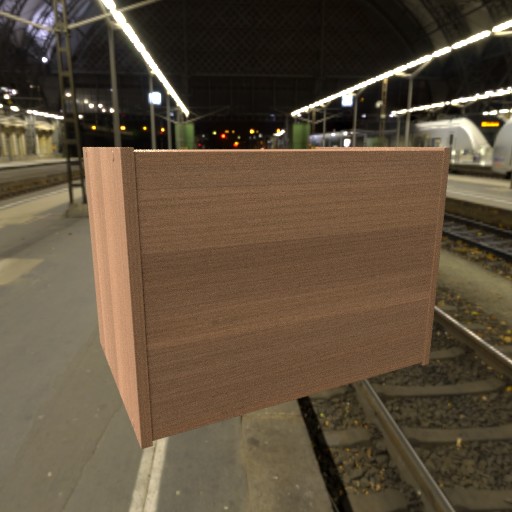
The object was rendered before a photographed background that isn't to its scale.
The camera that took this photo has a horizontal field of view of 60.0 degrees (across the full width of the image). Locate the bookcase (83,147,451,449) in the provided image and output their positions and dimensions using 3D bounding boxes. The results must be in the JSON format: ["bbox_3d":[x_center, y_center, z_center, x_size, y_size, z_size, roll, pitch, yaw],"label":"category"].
[{"bbox_3d":[0.000,0.000,0.641,0.415,0.305,0.290,-7,15,-26],"label":"bookcase"}]
